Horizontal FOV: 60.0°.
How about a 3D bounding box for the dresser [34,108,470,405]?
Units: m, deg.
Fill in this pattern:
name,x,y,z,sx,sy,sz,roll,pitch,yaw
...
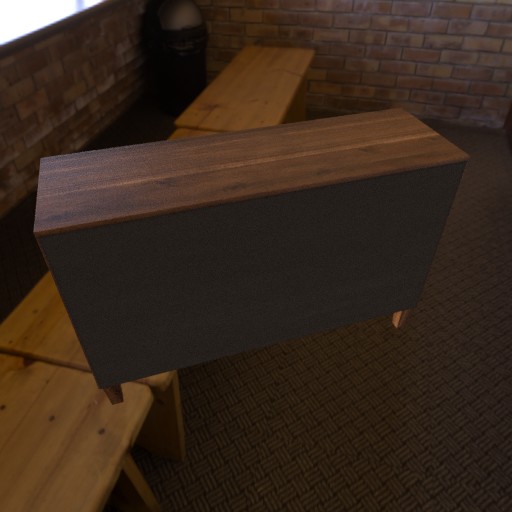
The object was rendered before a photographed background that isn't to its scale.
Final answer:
name,x,y,z,sx,sy,sz,roll,pitch,yaw
dresser,0.000,0.000,1.793,1.387,0.892,0.438,-12,42,-13
